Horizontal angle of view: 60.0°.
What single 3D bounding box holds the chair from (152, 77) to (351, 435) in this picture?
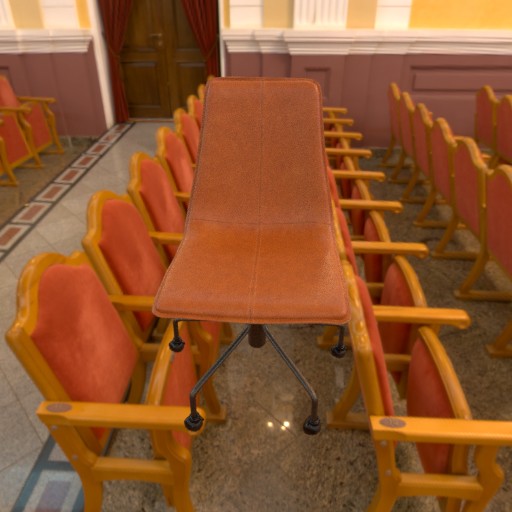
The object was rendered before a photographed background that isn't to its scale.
[{"bbox_3d":[0.000,0.000,1.329,0.651,0.920,0.660,2,31,3],"label":"chair"}]
